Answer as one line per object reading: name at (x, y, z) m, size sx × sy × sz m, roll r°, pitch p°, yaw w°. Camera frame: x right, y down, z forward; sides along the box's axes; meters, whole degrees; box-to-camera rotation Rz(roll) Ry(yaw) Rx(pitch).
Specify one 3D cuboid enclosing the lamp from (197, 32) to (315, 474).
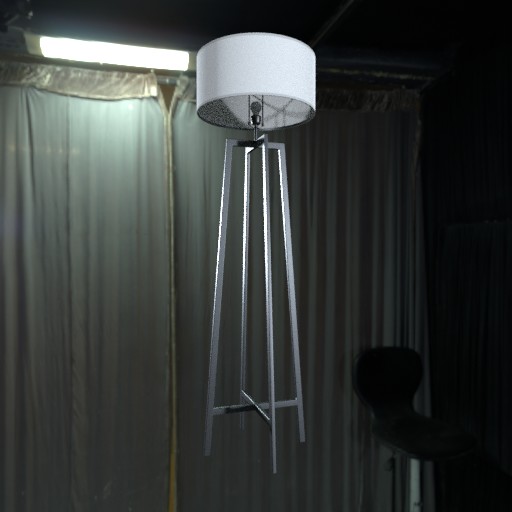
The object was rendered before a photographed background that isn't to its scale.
lamp at (0.000, 0.000, 1.731) m, size 0.457 × 1.510 × 0.456 m, roll 0°, pitch 1°, yaw -18°
